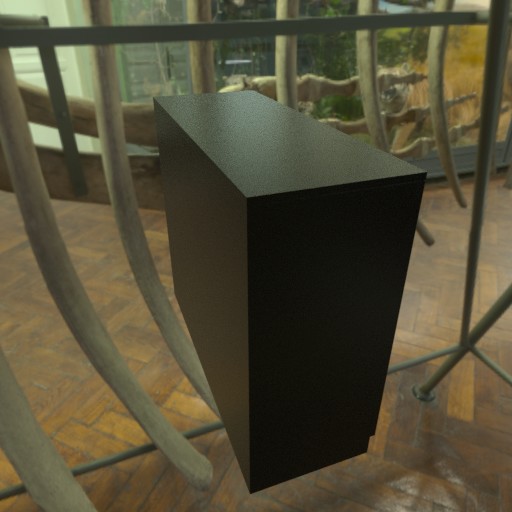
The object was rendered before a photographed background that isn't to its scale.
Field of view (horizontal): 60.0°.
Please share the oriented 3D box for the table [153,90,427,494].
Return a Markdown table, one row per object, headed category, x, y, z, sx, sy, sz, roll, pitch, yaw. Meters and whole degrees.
| category | x | y | z | sx | sy | sz | roll | pitch | yaw |
| --- | --- | --- | --- | --- | --- | --- | --- | --- | --- |
| table | 0.000 | 0.000 | 1.340 | 0.380 | 0.790 | 0.930 | -11 | 31 | -18 |
